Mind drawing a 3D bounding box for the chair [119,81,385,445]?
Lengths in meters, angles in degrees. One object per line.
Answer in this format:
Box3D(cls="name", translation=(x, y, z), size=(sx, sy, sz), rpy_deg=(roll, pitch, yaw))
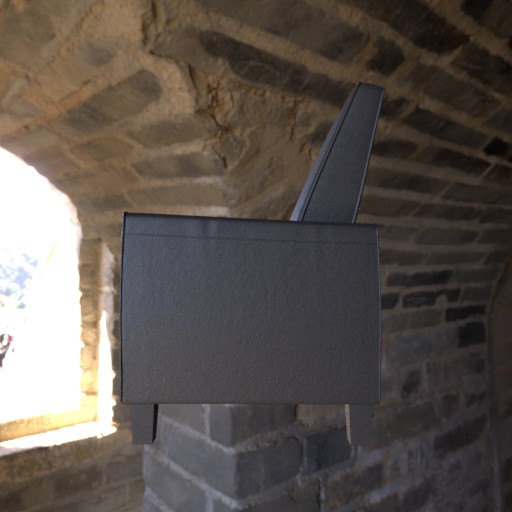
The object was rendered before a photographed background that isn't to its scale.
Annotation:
Box3D(cls="chair", translation=(0.000, 0.000, 1.504), size=(0.746, 1.013, 0.705), rpy_deg=(0, -1, 0))
